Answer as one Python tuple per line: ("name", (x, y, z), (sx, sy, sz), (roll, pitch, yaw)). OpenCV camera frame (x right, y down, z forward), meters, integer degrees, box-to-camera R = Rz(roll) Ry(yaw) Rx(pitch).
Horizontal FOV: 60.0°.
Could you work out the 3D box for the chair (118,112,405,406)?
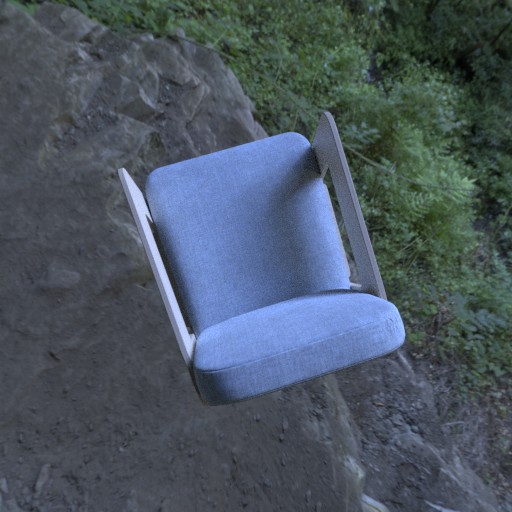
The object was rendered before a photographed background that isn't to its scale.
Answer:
("chair", (0.000, 0.000, 1.271), (0.590, 0.800, 0.710), (-17, 75, -4))
